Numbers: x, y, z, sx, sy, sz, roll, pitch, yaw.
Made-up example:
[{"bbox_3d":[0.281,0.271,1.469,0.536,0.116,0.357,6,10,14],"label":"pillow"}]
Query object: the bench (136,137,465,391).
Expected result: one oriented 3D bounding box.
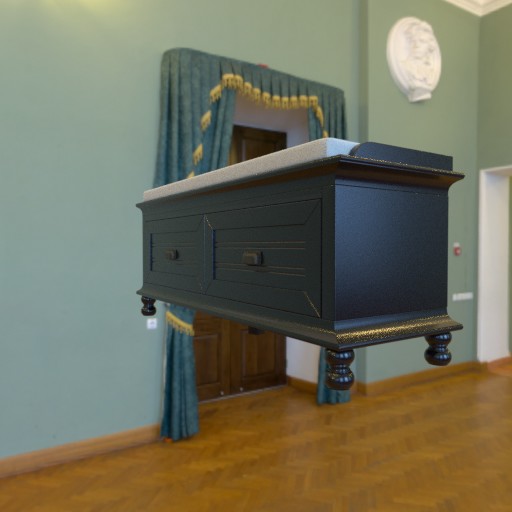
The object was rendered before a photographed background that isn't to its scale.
[{"bbox_3d":[0.000,0.000,1.434,0.402,0.501,1.185,-1,2,-33],"label":"bench"}]
